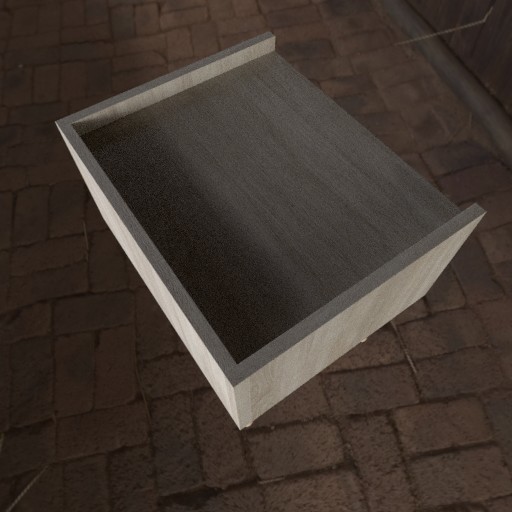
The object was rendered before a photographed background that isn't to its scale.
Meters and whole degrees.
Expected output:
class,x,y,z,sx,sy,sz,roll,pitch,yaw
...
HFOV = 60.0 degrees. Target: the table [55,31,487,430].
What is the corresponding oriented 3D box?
class,x,y,z,sx,sy,sz,roll,pitch,yaw
table,0.000,0.000,0.780,0.370,0.470,0.450,-31,64,-17
